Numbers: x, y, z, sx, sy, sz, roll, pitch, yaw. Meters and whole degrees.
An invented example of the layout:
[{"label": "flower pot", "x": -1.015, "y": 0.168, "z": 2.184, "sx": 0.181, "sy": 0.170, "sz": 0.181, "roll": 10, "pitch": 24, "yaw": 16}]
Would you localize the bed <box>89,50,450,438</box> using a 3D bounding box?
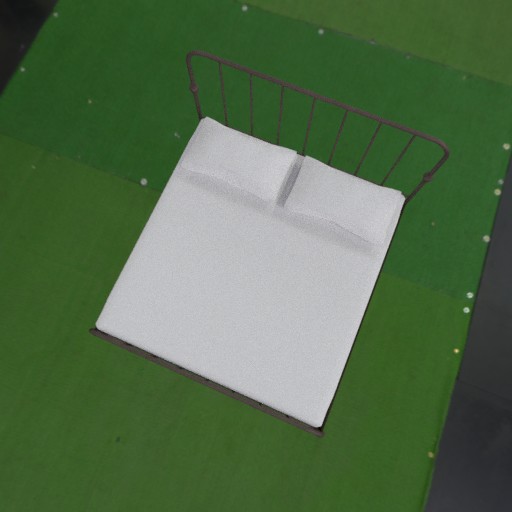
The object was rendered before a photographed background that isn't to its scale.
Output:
[{"label": "bed", "x": 0.000, "y": 0.000, "z": 3.464, "sx": 2.044, "sy": 1.446, "sz": 2.134, "roll": 23, "pitch": 77, "yaw": 6}]
